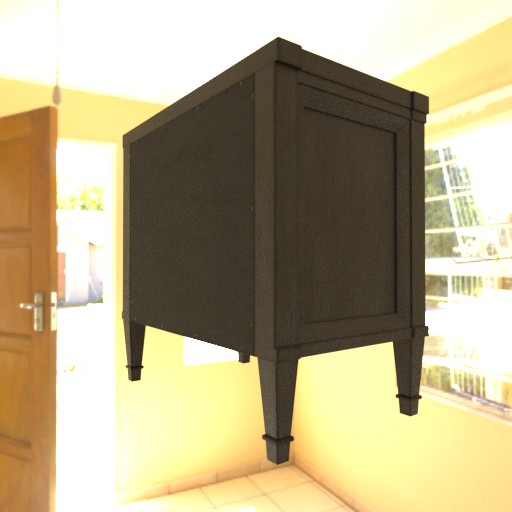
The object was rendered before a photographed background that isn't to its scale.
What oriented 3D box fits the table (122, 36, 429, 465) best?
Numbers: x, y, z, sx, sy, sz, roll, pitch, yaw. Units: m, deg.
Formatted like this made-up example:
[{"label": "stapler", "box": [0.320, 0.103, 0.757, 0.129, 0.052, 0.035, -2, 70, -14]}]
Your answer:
[{"label": "table", "box": [0.000, 0.000, 1.058, 0.413, 0.660, 0.660, 1, -1, -37]}]
